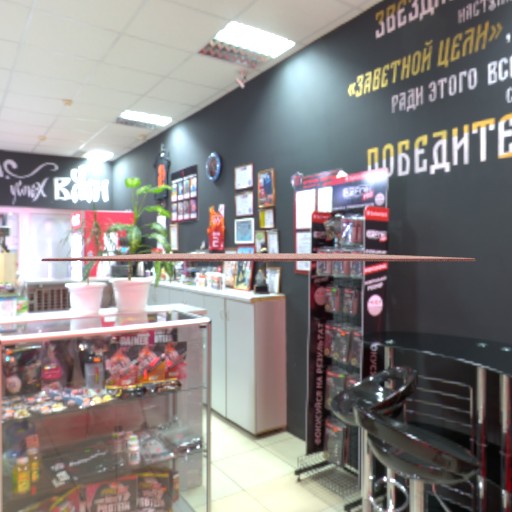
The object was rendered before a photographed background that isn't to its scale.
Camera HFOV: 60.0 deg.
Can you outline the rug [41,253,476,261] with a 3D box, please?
[{"bbox_3d":[0.000,0.000,3.770,2.288,0.018,2.895,0,1,-1],"label":"rug"}]
